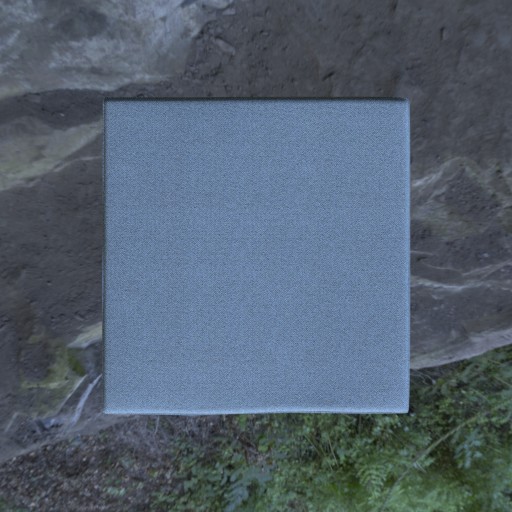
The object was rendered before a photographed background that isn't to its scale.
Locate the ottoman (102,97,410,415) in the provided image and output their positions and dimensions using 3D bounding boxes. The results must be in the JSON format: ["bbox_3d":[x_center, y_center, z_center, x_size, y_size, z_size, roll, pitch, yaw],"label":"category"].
[{"bbox_3d":[0.000,0.000,1.540,0.968,0.379,1.004,0,90,0],"label":"ottoman"}]
